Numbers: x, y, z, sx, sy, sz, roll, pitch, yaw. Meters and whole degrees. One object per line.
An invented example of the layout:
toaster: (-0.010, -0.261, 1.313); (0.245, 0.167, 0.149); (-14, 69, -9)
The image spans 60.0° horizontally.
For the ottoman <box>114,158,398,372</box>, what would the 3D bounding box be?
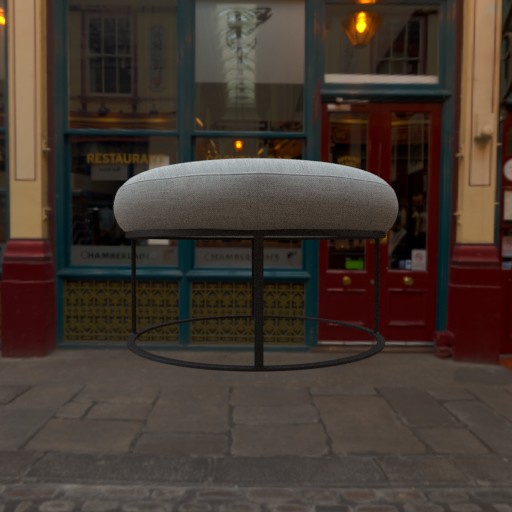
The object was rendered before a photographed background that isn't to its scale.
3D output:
ottoman: (0.000, 0.000, 1.255); (0.769, 0.459, 0.769); (0, 1, 0)
